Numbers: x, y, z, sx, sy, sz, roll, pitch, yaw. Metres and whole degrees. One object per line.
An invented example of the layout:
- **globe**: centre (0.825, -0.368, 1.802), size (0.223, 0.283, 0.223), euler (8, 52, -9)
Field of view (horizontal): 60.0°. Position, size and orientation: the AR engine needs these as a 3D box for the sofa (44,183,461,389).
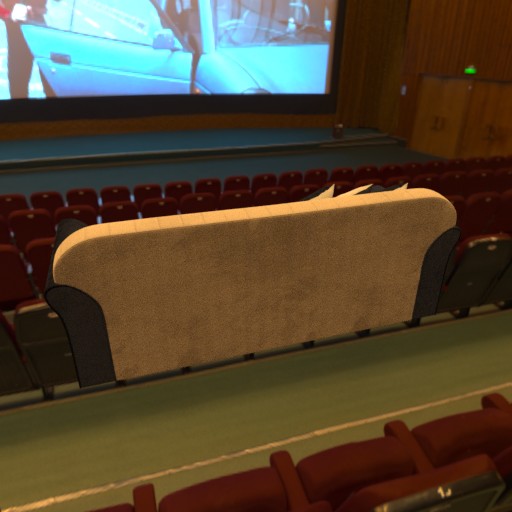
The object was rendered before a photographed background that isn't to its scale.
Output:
- **sofa**: centre (0.000, 0.000, 2.414), size (2.006, 0.789, 0.749), euler (-8, 28, -16)
